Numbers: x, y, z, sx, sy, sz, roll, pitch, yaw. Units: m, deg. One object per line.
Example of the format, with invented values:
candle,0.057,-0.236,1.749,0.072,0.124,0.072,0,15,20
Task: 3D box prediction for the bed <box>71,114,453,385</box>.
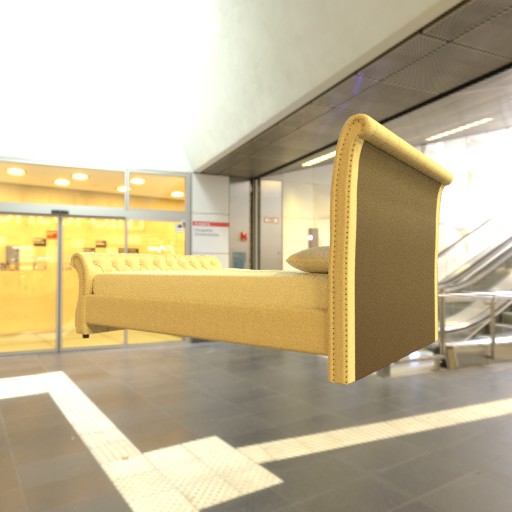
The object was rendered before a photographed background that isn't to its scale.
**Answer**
bed,0.000,0.000,3.397,2.493,1.268,1.606,-1,-2,37
